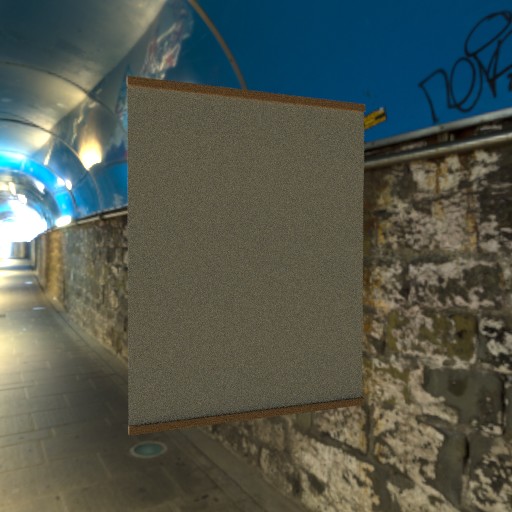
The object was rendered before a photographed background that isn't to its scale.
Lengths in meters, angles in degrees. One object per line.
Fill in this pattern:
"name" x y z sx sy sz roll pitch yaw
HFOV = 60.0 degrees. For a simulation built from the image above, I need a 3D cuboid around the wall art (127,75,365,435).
"wall art" 0.000 0.000 0.825 0.458 0.605 0.011 0 1 -19
